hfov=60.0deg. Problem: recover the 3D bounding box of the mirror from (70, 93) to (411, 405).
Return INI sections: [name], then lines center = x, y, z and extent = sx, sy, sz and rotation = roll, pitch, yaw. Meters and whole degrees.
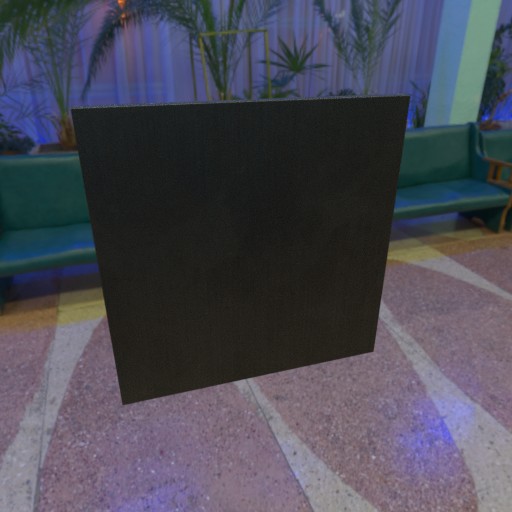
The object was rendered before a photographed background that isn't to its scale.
[mirror]
center = 0.000, 0.000, 0.569
extent = 0.382, 0.381, 0.020
rotation = -8, 27, -16
